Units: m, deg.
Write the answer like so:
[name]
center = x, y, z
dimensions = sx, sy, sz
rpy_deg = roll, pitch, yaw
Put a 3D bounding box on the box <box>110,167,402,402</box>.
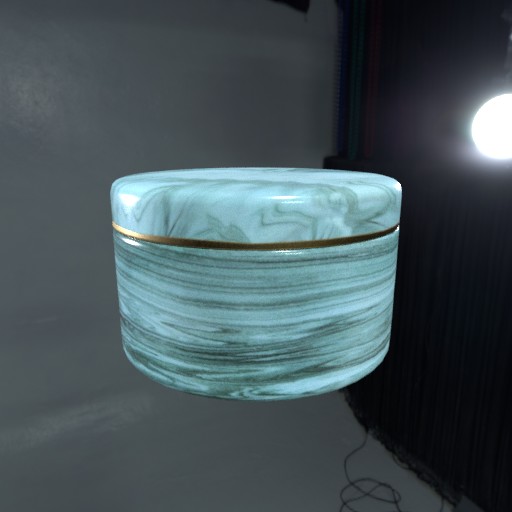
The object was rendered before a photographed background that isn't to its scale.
[box]
center = 0.000, 0.000, 0.168
dimensions = 0.101, 0.063, 0.101
rpy_deg = 0, 15, 0
